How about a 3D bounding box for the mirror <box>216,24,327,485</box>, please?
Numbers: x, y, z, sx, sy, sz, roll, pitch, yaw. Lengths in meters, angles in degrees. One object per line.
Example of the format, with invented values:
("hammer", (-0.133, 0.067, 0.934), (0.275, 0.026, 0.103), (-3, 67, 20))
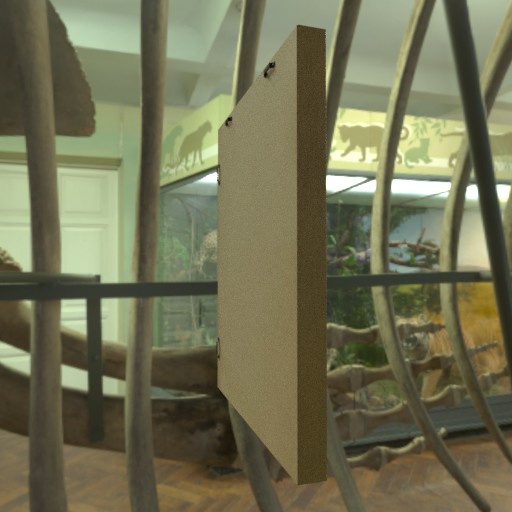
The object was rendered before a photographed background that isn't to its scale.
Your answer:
("mirror", (0.000, 0.000, 0.686), (0.041, 0.508, 0.405), (0, -1, -17))
